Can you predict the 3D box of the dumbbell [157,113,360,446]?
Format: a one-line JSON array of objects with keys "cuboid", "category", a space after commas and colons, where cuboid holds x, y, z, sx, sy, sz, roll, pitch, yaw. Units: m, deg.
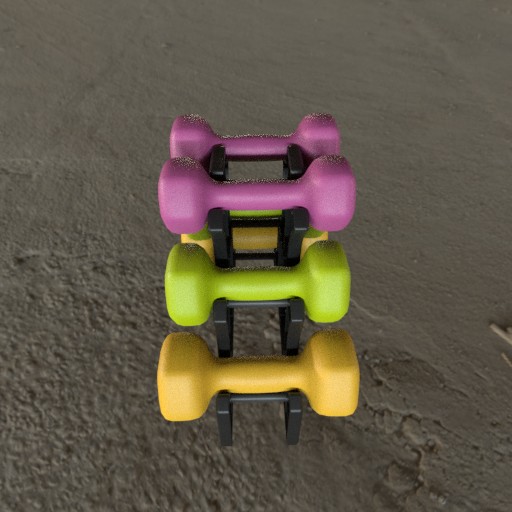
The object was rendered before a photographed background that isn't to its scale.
[{"cuboid": [0.000, 0.000, 0.470, 0.190, 0.271, 0.300, -1, 43, -1], "category": "dumbbell"}]
